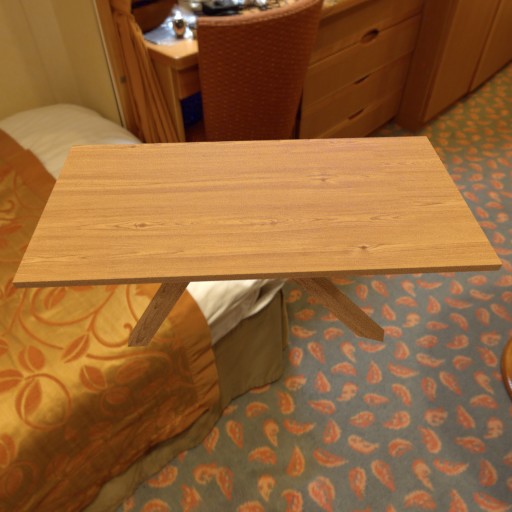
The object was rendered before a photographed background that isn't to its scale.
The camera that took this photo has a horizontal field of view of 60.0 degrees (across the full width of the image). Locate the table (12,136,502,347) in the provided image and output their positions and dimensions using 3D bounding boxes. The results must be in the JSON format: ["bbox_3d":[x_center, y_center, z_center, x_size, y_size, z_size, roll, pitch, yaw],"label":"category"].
[{"bbox_3d":[0.000,0.000,2.202,1.797,0.750,0.901,-2,46,-2],"label":"table"}]
